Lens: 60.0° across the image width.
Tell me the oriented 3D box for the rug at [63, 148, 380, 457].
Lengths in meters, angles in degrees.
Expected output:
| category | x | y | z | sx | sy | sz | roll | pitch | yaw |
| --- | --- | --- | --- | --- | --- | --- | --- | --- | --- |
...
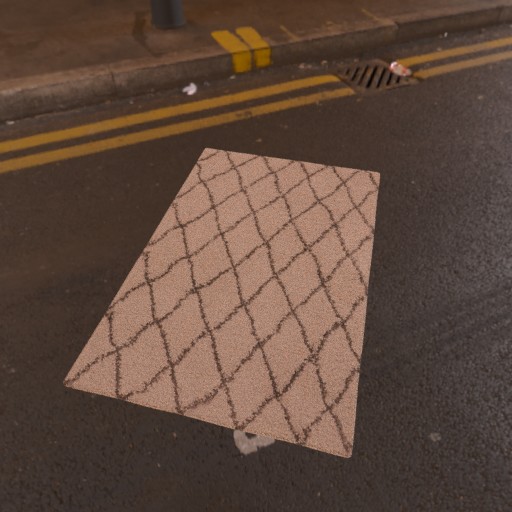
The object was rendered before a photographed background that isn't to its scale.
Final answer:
| category | x | y | z | sx | sy | sz | roll | pitch | yaw |
| --- | --- | --- | --- | --- | --- | --- | --- | --- | --- |
| rug | 0.000 | 0.000 | 3.511 | 1.778 | 0.030 | 2.743 | 10 | 47 | 10 |
